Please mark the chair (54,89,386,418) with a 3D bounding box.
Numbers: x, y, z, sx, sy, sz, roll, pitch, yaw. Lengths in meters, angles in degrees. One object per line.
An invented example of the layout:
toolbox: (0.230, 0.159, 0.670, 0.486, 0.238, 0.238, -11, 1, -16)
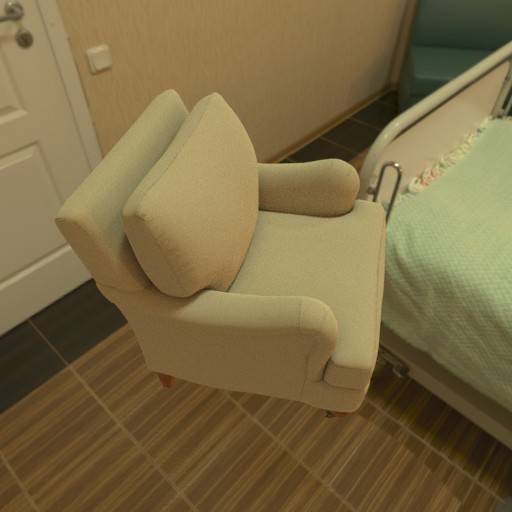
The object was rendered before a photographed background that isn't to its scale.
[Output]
chair: (0.000, 0.000, 1.870, 1.070, 1.038, 0.955, 10, 47, 10)
